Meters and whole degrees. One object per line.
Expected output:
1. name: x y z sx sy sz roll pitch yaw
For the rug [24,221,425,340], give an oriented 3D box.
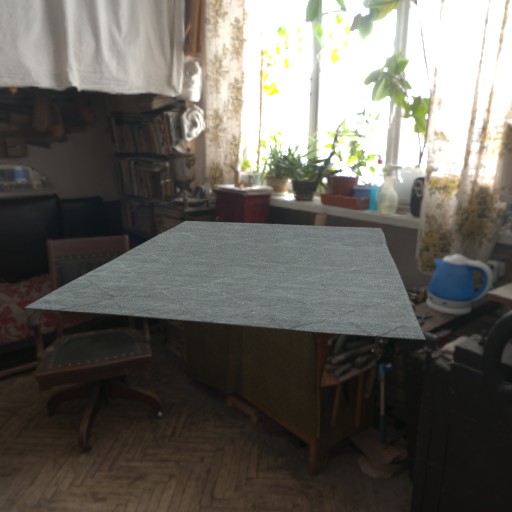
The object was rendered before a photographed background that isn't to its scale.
1. rug: 0.000 0.000 4.013 2.438 0.013 3.048 3 15 10
